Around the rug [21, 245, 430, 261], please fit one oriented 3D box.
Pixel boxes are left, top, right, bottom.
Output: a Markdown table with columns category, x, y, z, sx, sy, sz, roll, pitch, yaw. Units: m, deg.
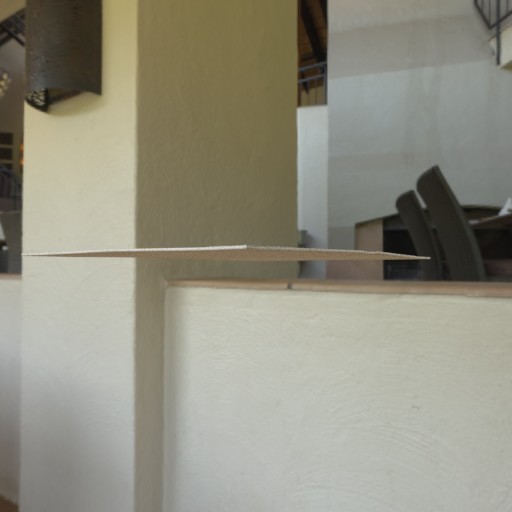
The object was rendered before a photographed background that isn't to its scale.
| category | x | y | z | sx | sy | sz | roll | pitch | yaw |
| --- | --- | --- | --- | --- | --- | --- | --- | --- | --- |
| rug | 0.000 | 0.000 | 3.692 | 2.032 | 0.038 | 2.869 | -1 | -2 | 37 |
